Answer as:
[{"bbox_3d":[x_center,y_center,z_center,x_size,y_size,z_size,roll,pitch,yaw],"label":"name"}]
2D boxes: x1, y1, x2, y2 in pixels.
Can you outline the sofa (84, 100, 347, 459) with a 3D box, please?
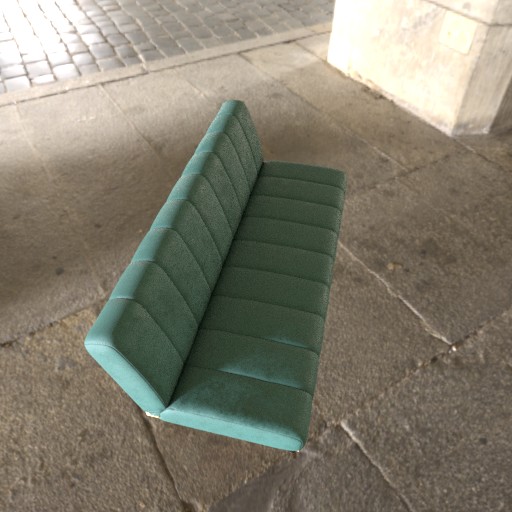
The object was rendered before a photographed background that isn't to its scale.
[{"bbox_3d":[0.000,0.000,2.357,0.830,0.820,1.810,10,47,9],"label":"sofa"}]
